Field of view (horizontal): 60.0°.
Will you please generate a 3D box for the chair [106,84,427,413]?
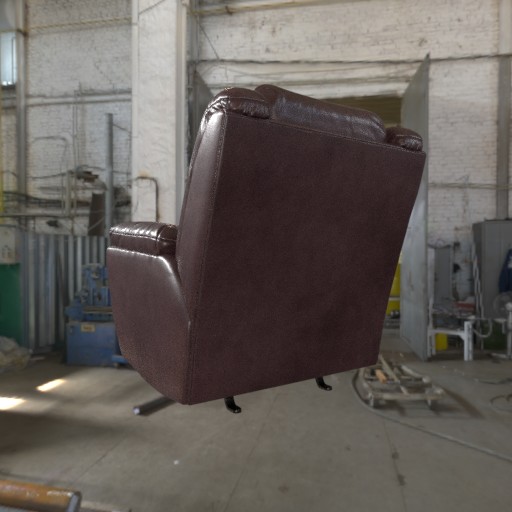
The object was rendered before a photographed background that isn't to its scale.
[{"bbox_3d":[0.000,0.000,1.872,0.990,1.093,1.041,0,1,-35],"label":"chair"}]
